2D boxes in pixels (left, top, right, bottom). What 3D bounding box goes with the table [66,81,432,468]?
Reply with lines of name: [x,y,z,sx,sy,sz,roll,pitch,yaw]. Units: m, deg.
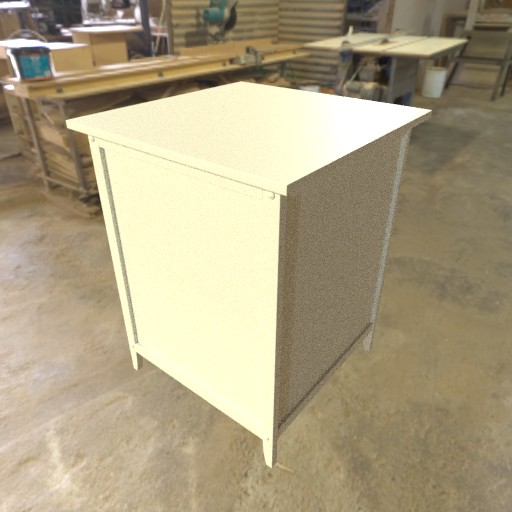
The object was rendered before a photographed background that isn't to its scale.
table: [0.000,0.000,0.772,0.381,0.483,0.381,23,38,32]
